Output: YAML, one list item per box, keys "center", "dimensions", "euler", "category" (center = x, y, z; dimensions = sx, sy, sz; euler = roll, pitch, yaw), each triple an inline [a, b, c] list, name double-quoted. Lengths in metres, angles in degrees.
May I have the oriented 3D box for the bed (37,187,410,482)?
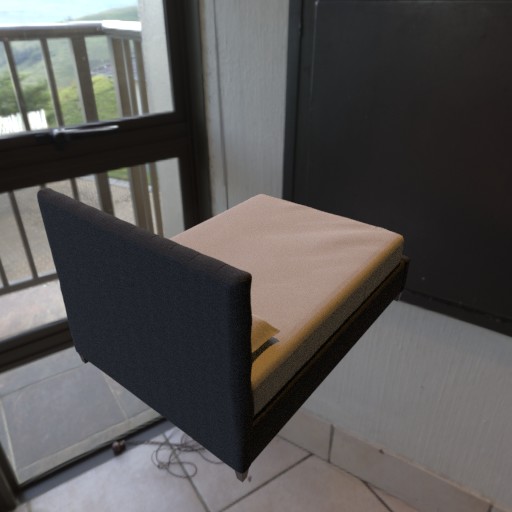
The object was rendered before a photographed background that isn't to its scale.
- center: [0.000, 0.000, 3.472]
  dimensions: [1.698, 1.427, 2.387]
  euler: [22, 36, 32]
  category: "bed"
